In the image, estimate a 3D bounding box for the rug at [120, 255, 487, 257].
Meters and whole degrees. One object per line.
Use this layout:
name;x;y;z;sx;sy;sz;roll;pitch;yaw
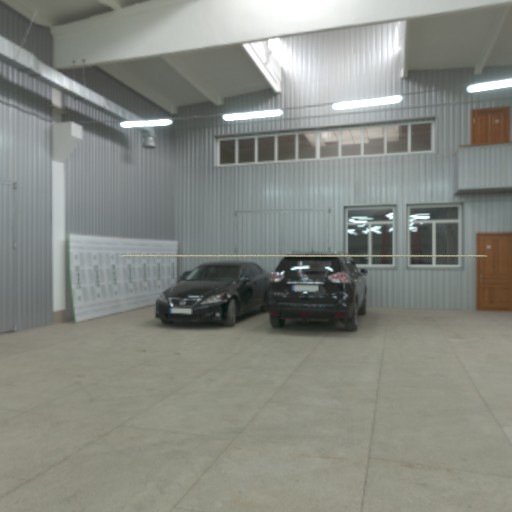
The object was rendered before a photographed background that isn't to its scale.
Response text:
rug;0.000;0.000;4.054;2.380;0.008;2.977;0;0;-18
